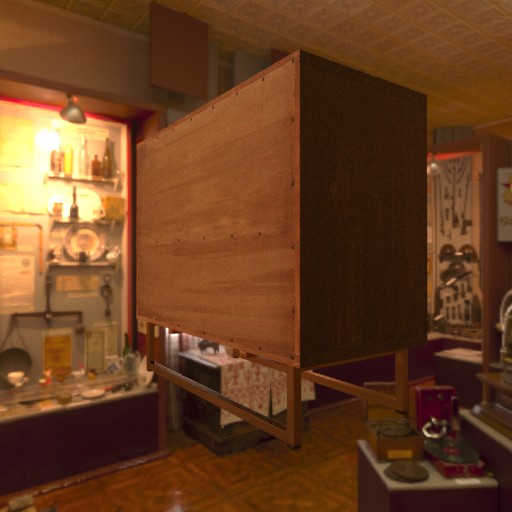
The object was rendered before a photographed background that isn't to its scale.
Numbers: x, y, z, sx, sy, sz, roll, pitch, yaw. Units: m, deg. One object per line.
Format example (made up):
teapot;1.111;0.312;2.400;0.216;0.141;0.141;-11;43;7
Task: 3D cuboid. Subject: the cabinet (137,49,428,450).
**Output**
cabinet;0.000;0.000;1.442;0.451;0.860;0.950;0;0;-35
